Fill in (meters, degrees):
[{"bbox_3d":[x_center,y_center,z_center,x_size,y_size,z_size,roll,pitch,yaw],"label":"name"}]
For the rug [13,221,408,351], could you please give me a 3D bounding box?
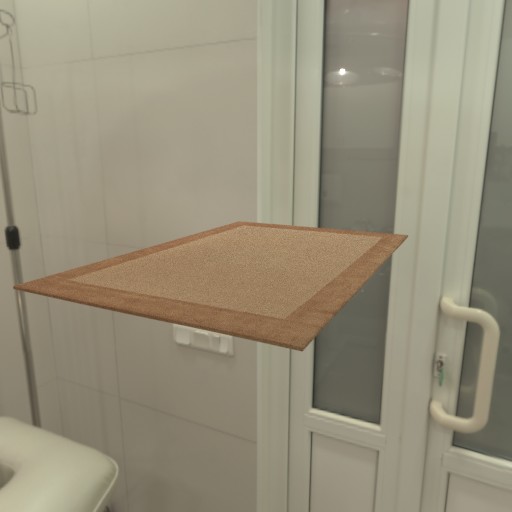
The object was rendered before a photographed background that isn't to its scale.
[{"bbox_3d":[0.000,0.000,2.263,1.219,0.014,1.829,7,15,26],"label":"rug"}]
